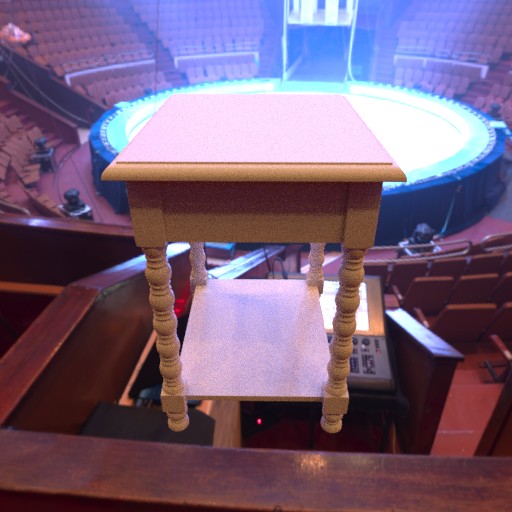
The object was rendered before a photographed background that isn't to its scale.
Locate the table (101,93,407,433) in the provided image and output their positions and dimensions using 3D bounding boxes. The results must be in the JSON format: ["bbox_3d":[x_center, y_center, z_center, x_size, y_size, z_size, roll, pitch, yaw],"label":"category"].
[{"bbox_3d":[0.000,0.000,0.875,0.381,0.531,0.460,0,31,1],"label":"table"}]
